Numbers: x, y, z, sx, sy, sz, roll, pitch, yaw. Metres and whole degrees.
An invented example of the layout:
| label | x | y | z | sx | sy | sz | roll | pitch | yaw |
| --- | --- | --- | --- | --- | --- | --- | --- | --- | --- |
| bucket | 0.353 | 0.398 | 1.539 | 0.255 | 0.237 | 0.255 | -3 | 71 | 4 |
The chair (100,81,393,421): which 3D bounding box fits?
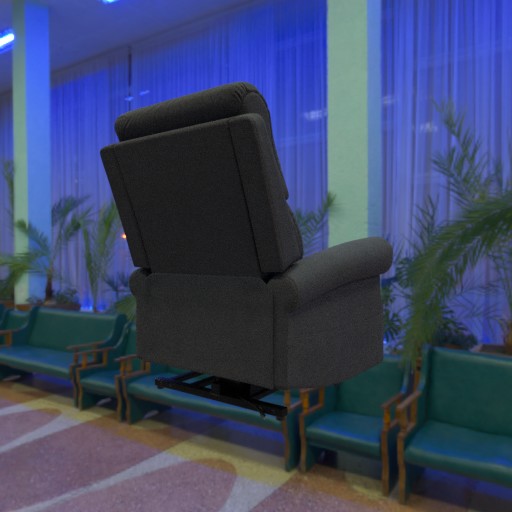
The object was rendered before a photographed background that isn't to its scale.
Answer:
| label | x | y | z | sx | sy | sz | roll | pitch | yaw |
| --- | --- | --- | --- | --- | --- | --- | --- | --- | --- |
| chair | 0.000 | 0.000 | 1.772 | 0.871 | 1.031 | 0.979 | 1 | 1 | 36 |
